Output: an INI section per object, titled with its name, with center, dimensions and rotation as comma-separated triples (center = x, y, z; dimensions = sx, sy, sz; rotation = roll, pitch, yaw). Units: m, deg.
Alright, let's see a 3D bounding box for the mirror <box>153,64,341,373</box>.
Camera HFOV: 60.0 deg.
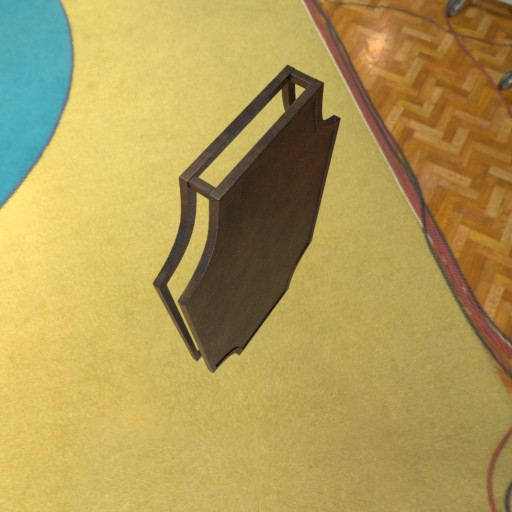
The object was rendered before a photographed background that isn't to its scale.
[mirror]
center = 0.000, 0.000, 0.981
dimensions = 0.066, 0.811, 0.462
rotation = 33, 68, 15
